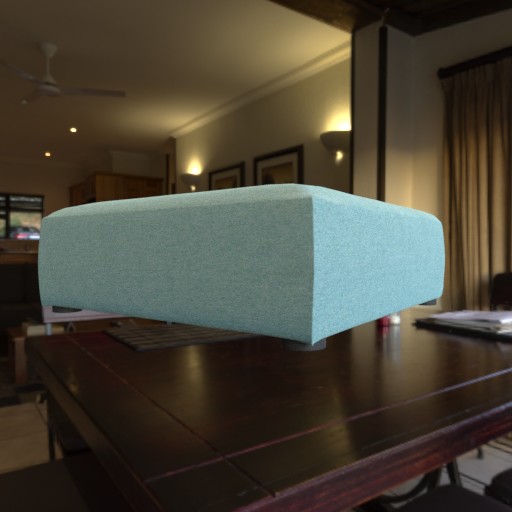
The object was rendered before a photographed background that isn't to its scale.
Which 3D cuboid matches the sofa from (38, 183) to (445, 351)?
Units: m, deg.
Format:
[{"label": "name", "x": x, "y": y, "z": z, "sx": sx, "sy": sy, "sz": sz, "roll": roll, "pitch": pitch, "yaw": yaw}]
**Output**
[{"label": "sofa", "x": 0.000, "y": 0.000, "z": 1.422, "sx": 0.930, "sy": 0.330, "sz": 0.930, "roll": 1, "pitch": 1, "yaw": 36}]
